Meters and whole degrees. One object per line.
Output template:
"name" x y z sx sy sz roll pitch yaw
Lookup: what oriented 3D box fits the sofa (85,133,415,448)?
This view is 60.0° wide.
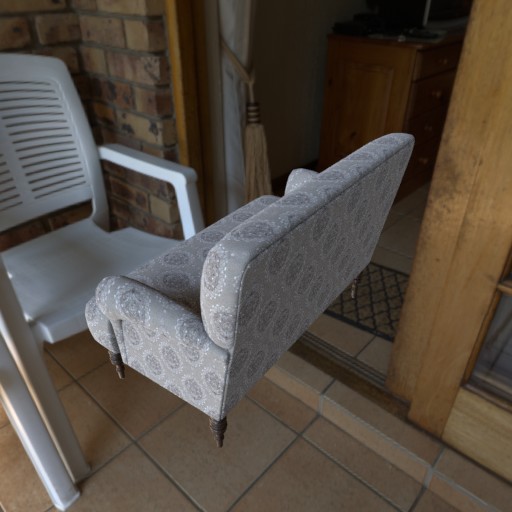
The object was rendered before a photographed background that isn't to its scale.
"sofa" 0.000 0.000 1.842 0.779 0.889 1.297 22 39 30
